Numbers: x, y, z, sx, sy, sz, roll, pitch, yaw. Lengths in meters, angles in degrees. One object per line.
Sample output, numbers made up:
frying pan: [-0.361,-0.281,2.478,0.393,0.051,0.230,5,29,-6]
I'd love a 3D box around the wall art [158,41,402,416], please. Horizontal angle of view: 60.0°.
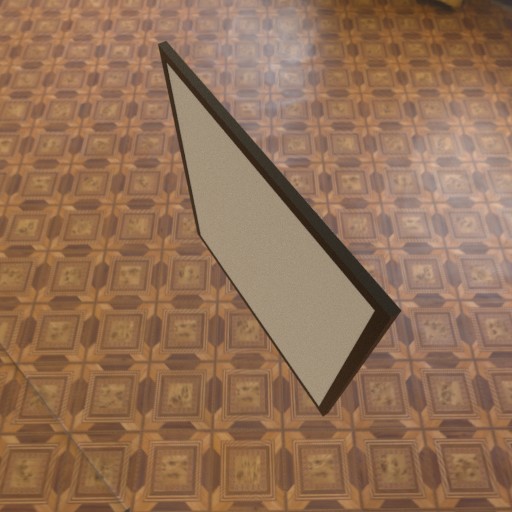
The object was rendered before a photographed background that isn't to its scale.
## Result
wall art: [0.000,0.000,1.208,0.022,0.807,0.807,-29,64,-16]
